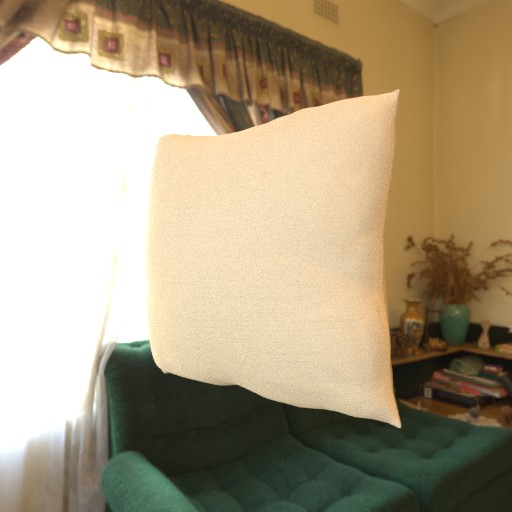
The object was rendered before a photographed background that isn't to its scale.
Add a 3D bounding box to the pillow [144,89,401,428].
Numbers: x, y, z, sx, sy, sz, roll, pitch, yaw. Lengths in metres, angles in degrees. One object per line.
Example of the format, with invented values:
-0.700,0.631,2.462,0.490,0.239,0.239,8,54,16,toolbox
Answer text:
0.000,0.000,0.698,0.450,0.448,0.245,0,0,36,pillow
